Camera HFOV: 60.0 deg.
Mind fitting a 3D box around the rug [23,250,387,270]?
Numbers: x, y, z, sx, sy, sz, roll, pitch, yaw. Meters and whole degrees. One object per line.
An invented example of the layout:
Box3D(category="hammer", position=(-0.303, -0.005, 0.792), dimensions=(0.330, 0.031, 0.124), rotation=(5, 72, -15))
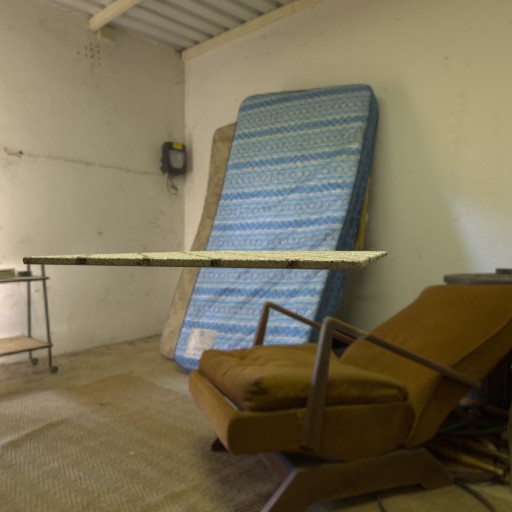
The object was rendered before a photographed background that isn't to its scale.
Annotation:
Box3D(category="rug", position=(0.000, 0.000, 2.271), dimensions=(1.219, 0.030, 1.778), rotation=(0, 2, 19))
